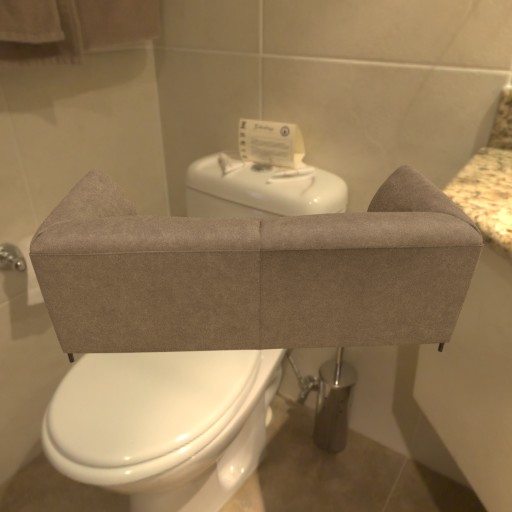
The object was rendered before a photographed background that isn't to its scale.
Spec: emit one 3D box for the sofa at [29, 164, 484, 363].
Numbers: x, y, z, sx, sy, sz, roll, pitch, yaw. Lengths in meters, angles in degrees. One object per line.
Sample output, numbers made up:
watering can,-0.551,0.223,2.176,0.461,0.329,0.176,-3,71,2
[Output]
sofa,0.000,0.000,2.307,1.878,0.747,0.905,-1,30,-2
